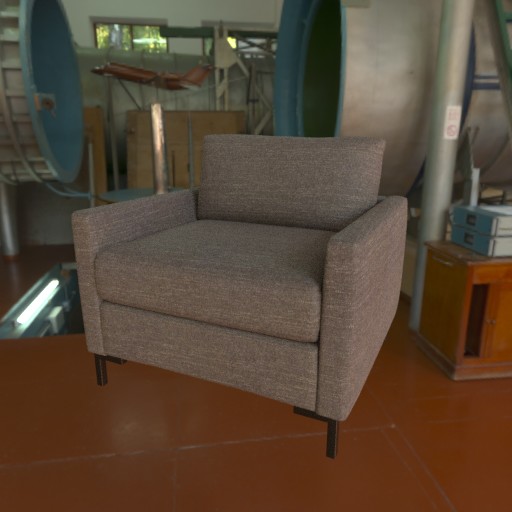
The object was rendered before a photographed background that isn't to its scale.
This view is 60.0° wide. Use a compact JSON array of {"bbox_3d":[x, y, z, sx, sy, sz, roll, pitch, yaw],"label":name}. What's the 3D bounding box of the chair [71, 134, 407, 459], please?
[{"bbox_3d":[0.000,0.000,1.597,0.940,0.841,0.845,7,17,25],"label":"chair"}]
